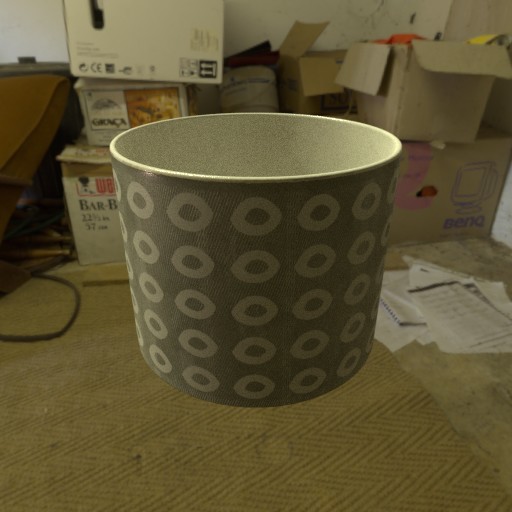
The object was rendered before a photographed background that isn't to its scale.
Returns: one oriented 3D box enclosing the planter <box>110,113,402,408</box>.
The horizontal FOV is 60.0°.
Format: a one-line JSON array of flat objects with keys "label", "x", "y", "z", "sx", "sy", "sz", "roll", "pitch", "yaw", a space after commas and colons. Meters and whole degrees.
[{"label": "planter", "x": 0.000, "y": 0.000, "z": 0.340, "sx": 0.190, "sy": 0.181, "sz": 0.190, "roll": 0, "pitch": 27, "yaw": 0}]
